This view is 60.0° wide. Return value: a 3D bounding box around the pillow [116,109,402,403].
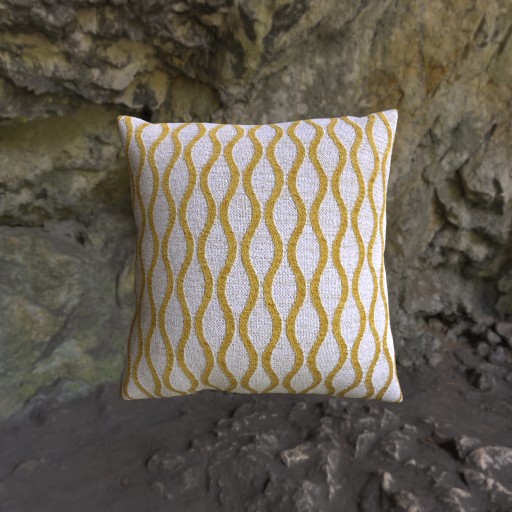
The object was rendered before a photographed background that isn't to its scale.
[{"bbox_3d":[0.000,0.000,0.660,0.429,0.436,0.159,0,-1,2],"label":"pillow"}]
